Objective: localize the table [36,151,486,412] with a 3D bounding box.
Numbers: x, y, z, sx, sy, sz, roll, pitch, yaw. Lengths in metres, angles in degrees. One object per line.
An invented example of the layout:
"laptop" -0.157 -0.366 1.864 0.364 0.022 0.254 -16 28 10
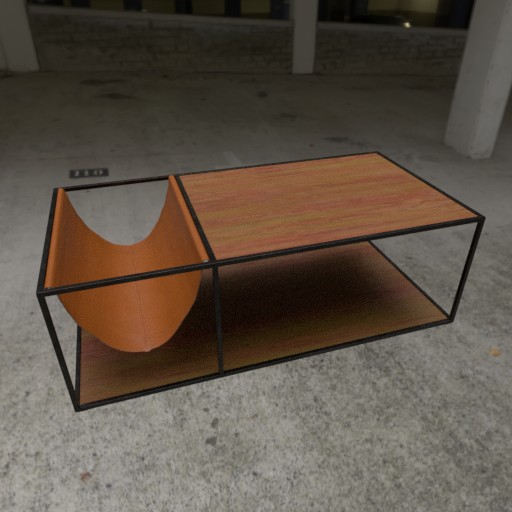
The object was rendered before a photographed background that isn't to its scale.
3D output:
"table" 0.000 0.000 1.467 1.199 0.403 0.597 -10 34 -15
